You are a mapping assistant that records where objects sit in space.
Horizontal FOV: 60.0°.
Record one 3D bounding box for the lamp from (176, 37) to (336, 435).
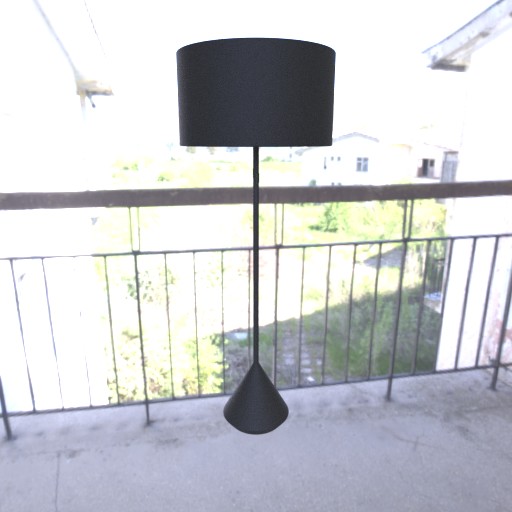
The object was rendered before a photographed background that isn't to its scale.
[{"bbox_3d":[0.000,0.000,1.818,0.580,1.526,0.580,-2,15,-8],"label":"lamp"}]
